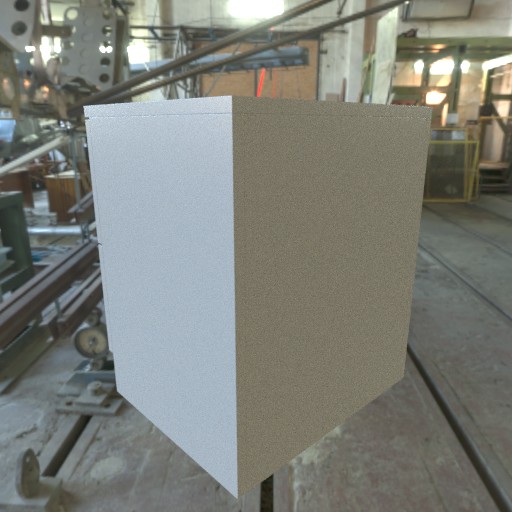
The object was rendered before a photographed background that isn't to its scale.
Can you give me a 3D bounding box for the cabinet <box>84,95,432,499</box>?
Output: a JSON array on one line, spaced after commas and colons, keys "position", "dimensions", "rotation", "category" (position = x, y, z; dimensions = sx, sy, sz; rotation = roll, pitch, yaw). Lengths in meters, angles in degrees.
[{"position": [0.000, 0.000, 0.736], "dimensions": [0.400, 0.470, 0.360], "rotation": [-15, 22, -41], "category": "cabinet"}]
